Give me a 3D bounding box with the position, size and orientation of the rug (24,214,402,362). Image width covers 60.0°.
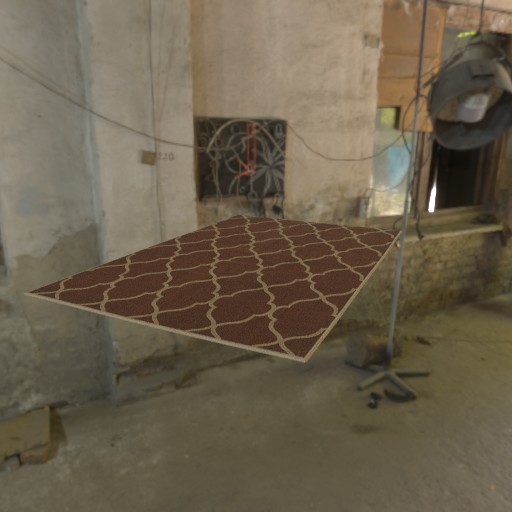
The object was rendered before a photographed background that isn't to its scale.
[{"bbox_3d":[0.000,0.000,2.911,1.528,0.014,2.294,8,18,25],"label":"rug"}]
